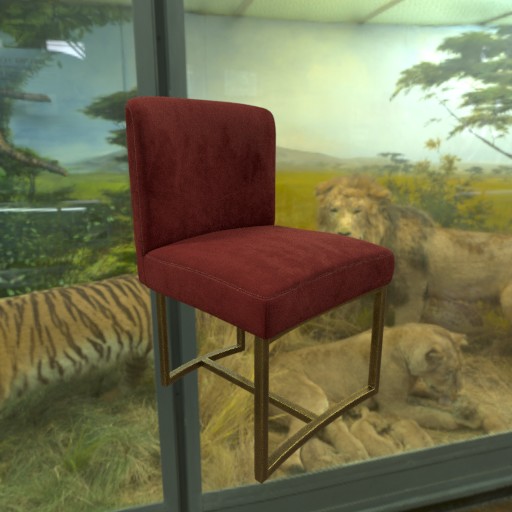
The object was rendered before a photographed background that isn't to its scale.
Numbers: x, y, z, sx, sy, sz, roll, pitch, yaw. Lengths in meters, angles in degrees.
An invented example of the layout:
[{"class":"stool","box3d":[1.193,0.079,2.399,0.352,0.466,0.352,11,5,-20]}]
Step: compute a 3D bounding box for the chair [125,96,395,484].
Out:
[{"class":"chair","box3d":[0.000,0.000,1.190,0.560,0.824,0.530,14,20,42]}]
